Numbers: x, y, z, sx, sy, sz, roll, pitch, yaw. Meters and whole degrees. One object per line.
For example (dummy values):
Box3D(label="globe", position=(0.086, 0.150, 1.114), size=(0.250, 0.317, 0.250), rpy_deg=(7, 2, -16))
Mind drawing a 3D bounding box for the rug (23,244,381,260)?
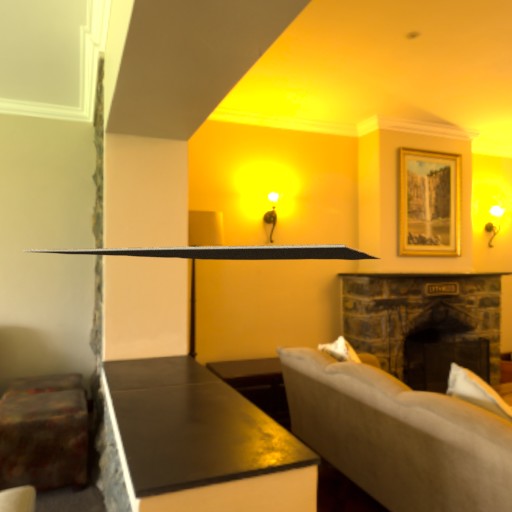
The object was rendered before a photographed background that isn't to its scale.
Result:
Box3D(label="rug", position=(0.000, 0.000, 3.025), size=(1.531, 0.023, 2.444), rpy_deg=(-1, -2, 19))
